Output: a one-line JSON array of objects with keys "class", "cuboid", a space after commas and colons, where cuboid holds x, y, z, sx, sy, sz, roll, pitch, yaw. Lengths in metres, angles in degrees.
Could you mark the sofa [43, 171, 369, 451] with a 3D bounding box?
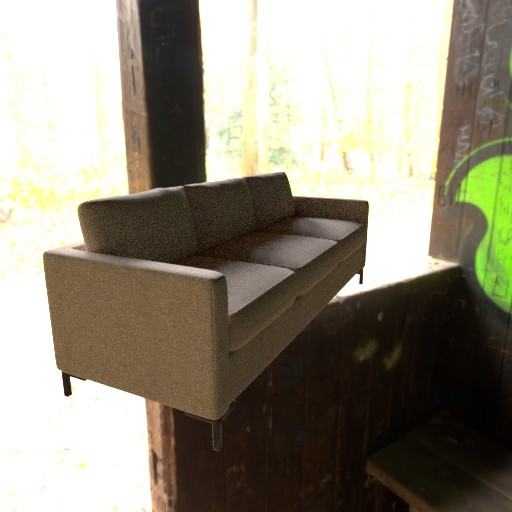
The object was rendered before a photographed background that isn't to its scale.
[{"class": "sofa", "cuboid": [0.000, 0.000, 2.621, 0.859, 0.874, 2.218, 7, 16, 26]}]
